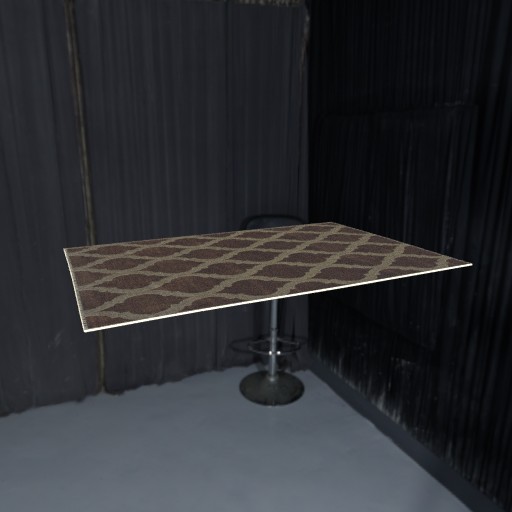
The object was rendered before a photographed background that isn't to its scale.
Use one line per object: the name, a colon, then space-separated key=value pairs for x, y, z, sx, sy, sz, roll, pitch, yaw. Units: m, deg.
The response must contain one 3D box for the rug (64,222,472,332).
rug: x=0.000 y=0.000 z=2.948 sx=2.284 sy=0.008 sz=1.522 roll=-7 pitch=17 yaw=-25
